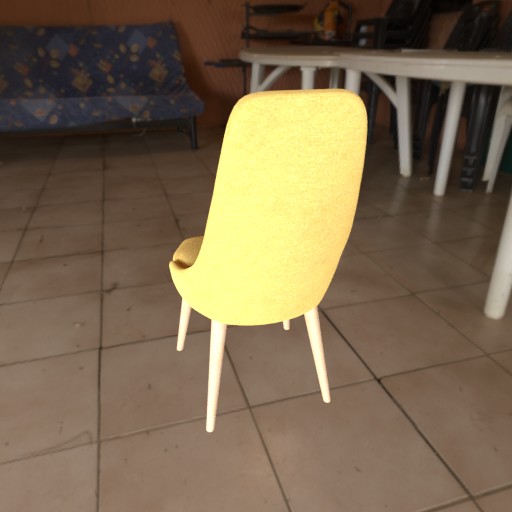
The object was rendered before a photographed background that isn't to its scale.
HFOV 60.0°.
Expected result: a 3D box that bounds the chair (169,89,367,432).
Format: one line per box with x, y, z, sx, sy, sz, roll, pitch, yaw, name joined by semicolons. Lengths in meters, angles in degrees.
0.000;0.000;1.398;0.510;1.040;0.660;-8;27;-16;chair
